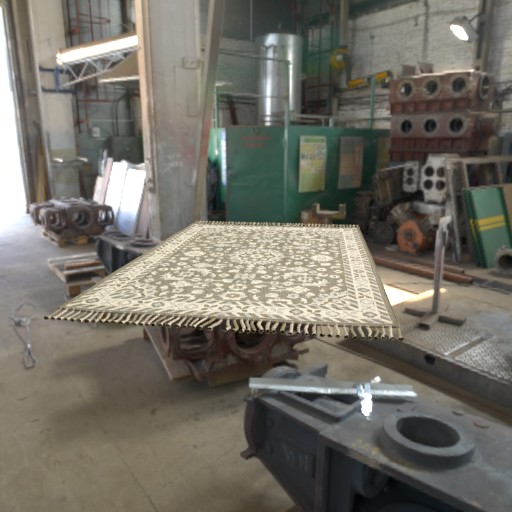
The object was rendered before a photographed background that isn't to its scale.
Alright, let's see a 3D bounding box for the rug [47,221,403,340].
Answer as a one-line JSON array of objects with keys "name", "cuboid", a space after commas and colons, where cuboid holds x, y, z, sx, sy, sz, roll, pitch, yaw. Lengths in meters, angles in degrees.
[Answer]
[{"name": "rug", "cuboid": [0.000, 0.000, 2.967, 1.530, 0.025, 2.431, 2, 15, 8]}]
